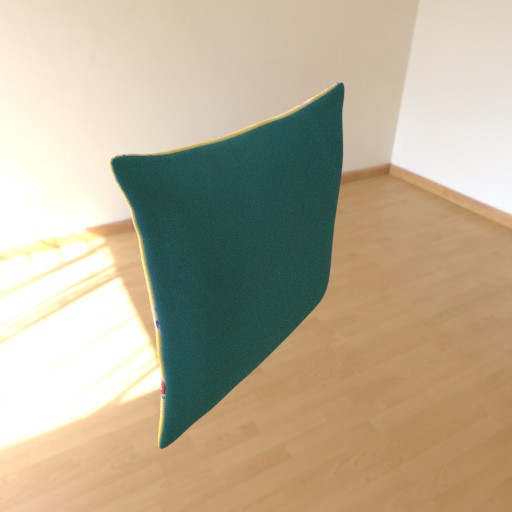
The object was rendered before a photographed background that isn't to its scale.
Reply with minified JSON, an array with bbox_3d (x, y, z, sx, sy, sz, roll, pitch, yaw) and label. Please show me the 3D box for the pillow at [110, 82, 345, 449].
[{"bbox_3d":[0.000,0.000,0.782,0.166,0.508,0.525,22,38,31],"label":"pillow"}]
